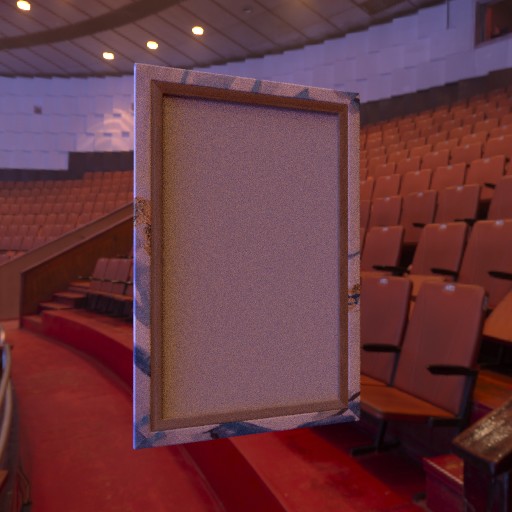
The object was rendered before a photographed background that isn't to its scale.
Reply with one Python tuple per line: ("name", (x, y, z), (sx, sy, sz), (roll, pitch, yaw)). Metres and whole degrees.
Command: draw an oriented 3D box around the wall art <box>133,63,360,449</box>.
("wall art", (0.000, 0.000, 1.147), (0.610, 0.914, 0.016), (0, 0, -18))
